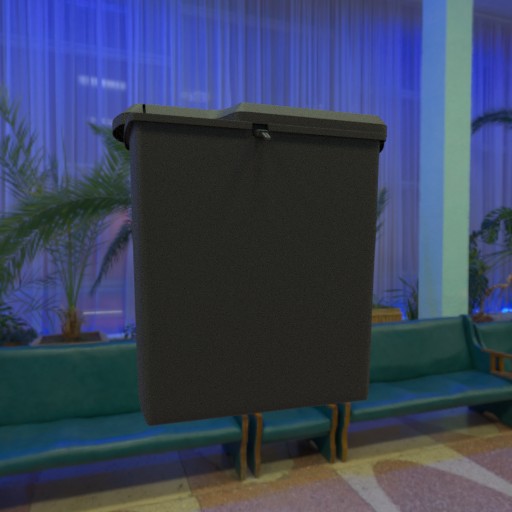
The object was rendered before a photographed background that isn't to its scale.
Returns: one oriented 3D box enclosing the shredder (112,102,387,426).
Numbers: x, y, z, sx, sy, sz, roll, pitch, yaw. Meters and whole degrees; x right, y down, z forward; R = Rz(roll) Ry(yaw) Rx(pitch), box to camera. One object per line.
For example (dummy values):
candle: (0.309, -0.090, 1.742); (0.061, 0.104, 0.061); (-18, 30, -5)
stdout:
shredder: (0.000, 0.000, 0.522); (0.320, 0.335, 0.170); (-1, 2, -17)
